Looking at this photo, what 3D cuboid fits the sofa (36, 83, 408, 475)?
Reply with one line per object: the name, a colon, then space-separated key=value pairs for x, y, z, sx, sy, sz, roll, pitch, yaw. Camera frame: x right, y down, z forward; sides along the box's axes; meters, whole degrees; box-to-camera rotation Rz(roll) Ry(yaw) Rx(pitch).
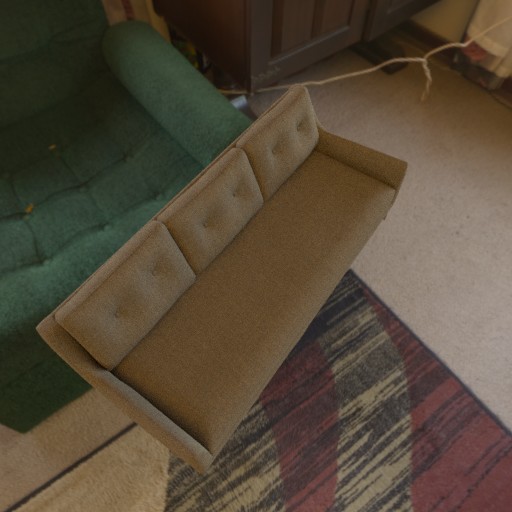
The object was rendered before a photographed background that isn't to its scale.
sofa: x=0.000 y=0.000 z=2.458 sx=0.849 sy=0.837 sz=2.060 roll=31 pitch=62 yaw=18
